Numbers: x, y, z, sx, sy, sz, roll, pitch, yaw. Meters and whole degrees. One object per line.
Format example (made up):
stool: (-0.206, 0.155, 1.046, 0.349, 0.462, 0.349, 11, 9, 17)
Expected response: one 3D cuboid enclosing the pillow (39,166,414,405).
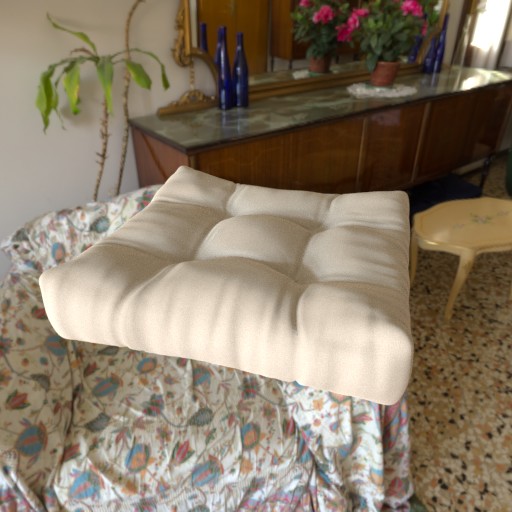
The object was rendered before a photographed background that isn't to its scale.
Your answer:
pillow: (0.000, 0.000, 0.733, 0.490, 0.128, 0.468, 9, 32, 14)
